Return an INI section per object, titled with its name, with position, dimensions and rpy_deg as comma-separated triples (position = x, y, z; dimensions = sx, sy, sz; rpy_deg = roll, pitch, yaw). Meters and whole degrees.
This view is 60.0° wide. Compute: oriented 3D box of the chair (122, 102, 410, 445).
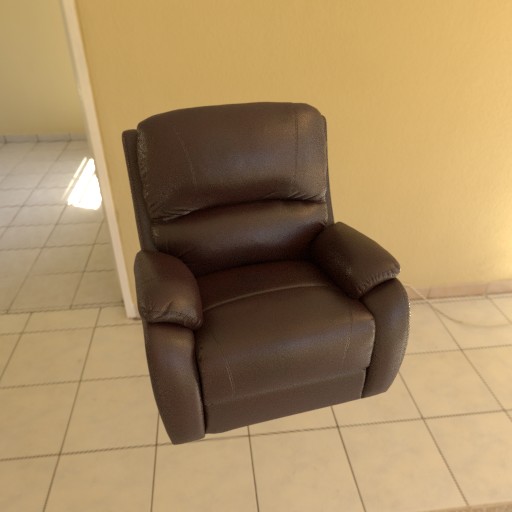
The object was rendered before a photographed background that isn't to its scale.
[chair]
position = 0.000, 0.000, 1.733
dimensions = 0.930, 1.011, 0.899
rpy_deg = -9, 34, -14
